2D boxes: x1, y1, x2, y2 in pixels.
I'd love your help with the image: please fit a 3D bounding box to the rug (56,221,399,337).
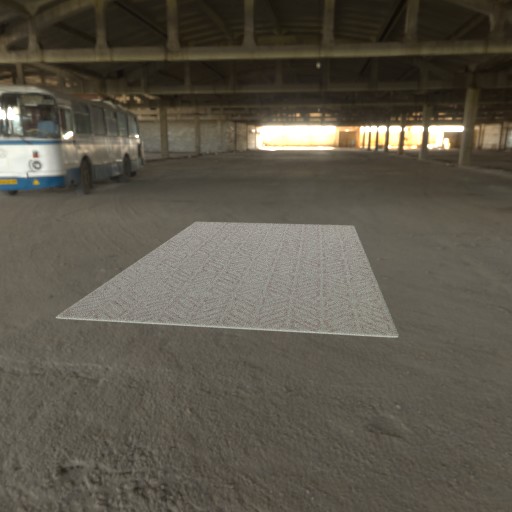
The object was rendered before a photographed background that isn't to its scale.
[{"bbox_3d":[0.000,0.000,3.086,1.523,0.008,2.438,2,15,8],"label":"rug"}]
